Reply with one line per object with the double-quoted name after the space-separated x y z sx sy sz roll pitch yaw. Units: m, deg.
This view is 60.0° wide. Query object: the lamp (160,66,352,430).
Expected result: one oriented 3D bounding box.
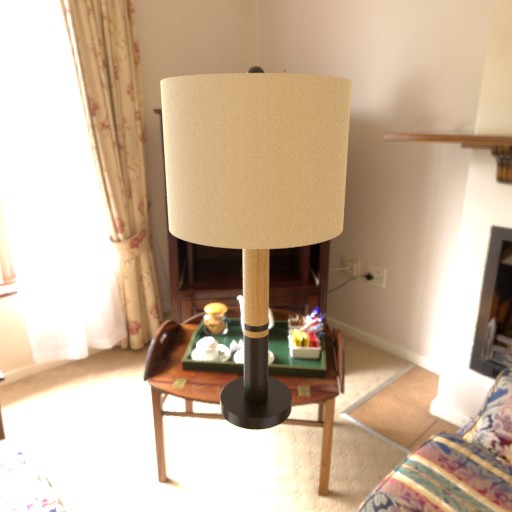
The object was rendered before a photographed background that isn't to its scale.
0.000 0.000 0.807 0.305 0.640 0.305 2 17 8 "lamp"
